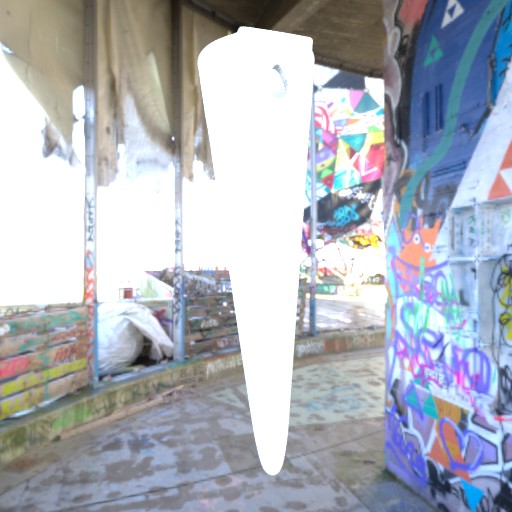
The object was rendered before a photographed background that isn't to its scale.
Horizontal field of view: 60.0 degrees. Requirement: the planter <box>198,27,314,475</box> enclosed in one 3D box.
[{"bbox_3d":[0.000,0.000,0.220,0.057,0.193,0.064,0,-1,-17],"label":"planter"}]
